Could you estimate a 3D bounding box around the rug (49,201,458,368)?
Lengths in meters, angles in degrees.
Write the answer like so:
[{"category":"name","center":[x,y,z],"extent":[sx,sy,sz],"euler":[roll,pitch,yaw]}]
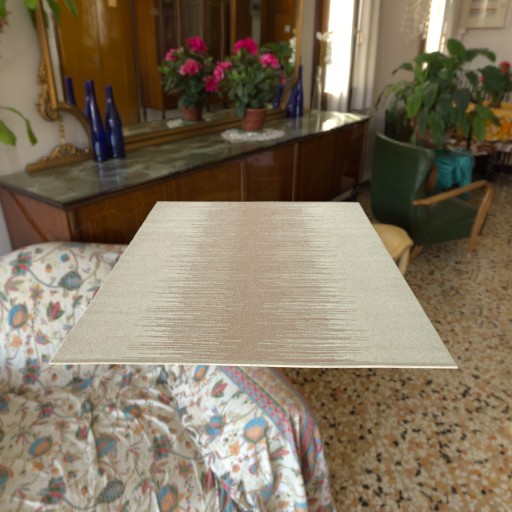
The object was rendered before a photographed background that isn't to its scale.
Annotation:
[{"category":"rug","center":[0.000,0.000,4.008],"extent":[2.438,0.013,3.048],"euler":[0,26,1]}]
